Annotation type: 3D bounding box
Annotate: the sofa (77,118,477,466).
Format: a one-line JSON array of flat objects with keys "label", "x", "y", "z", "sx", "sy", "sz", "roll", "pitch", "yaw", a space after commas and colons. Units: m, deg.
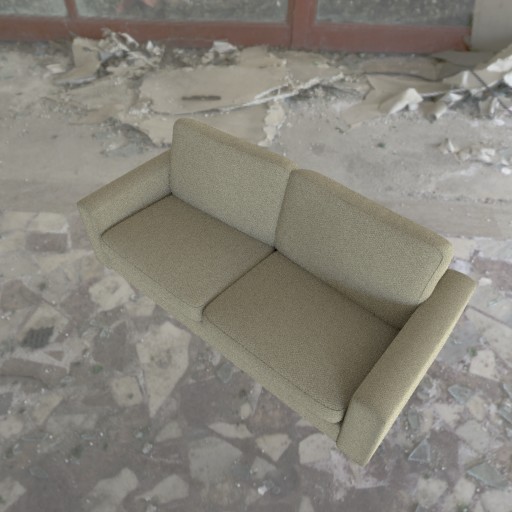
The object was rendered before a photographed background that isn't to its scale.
[{"label": "sofa", "x": 0.000, "y": 0.000, "z": 2.613, "sx": 2.179, "sy": 0.873, "sz": 1.016, "roll": 32, "pitch": 54, "yaw": 27}]
